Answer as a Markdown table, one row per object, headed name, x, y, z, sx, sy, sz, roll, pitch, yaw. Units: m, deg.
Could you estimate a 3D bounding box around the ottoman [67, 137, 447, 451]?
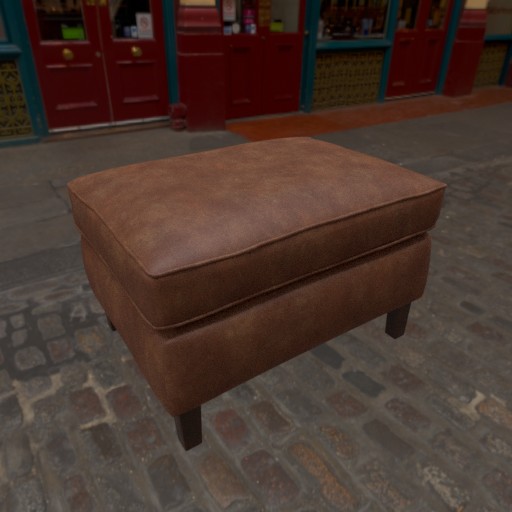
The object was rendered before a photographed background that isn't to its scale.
| name | x | y | z | sx | sy | sz | roll | pitch | yaw |
| --- | --- | --- | --- | --- | --- | --- | --- | --- | --- |
| ottoman | 0.000 | 0.000 | 0.996 | 0.665 | 0.418 | 0.501 | -18 | 34 | -29 |
